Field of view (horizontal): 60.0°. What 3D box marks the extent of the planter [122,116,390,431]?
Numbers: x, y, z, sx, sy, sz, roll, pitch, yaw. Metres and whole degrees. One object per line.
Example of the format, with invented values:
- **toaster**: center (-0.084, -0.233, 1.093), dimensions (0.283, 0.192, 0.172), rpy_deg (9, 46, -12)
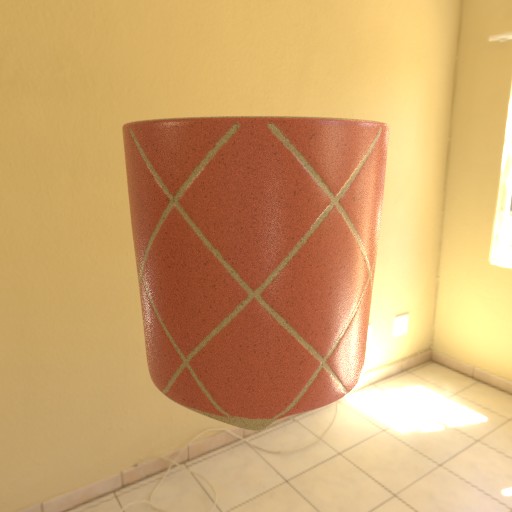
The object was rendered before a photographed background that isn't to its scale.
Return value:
- **planter**: center (0.000, 0.000, 0.418), dimensions (0.227, 0.235, 0.227), rpy_deg (0, 13, 0)
